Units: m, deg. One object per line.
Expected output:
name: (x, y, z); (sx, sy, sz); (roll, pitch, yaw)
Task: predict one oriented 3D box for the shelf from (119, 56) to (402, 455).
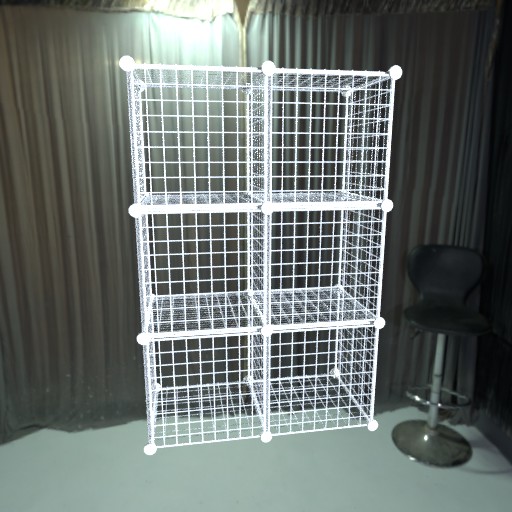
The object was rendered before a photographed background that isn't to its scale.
shelf: (0.000, 0.000, 1.383); (0.711, 1.067, 0.356); (-2, 13, -9)
